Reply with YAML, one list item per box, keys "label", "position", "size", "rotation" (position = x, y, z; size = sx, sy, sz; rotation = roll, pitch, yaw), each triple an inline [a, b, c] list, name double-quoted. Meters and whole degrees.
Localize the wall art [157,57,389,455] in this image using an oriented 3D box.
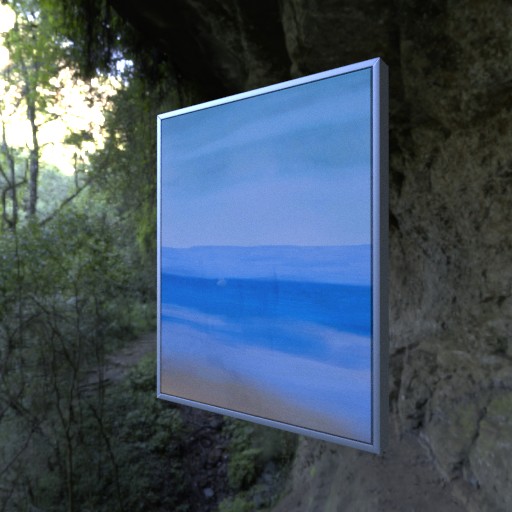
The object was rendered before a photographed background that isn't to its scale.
- label: "wall art"
  position: [0.000, 0.000, 0.758]
  size: [0.445, 0.553, 0.039]
  rotation: [0, 0, 34]
